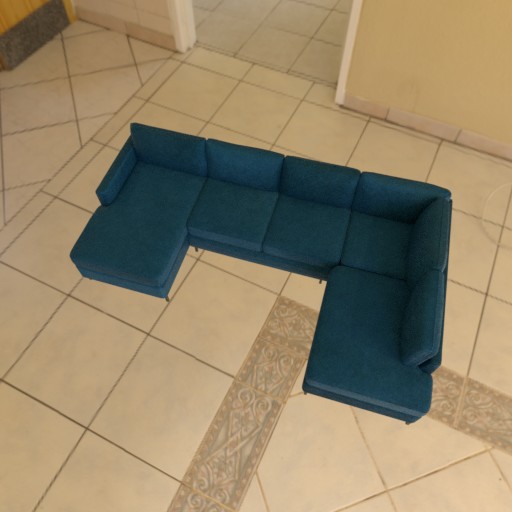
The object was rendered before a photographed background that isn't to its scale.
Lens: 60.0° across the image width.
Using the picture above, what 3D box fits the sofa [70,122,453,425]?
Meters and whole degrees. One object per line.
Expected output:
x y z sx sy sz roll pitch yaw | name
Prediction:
0.000 0.000 4.225 3.434 0.992 2.055 14 59 9 | sofa
